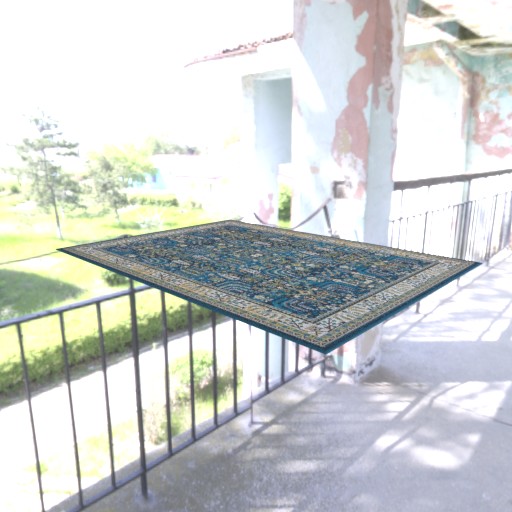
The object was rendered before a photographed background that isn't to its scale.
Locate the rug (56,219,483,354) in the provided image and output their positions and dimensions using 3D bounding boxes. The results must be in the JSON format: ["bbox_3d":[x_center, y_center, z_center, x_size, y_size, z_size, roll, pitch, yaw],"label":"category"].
[{"bbox_3d":[0.000,0.000,3.891,3.044,0.015,2.226,13,20,42],"label":"rug"}]
